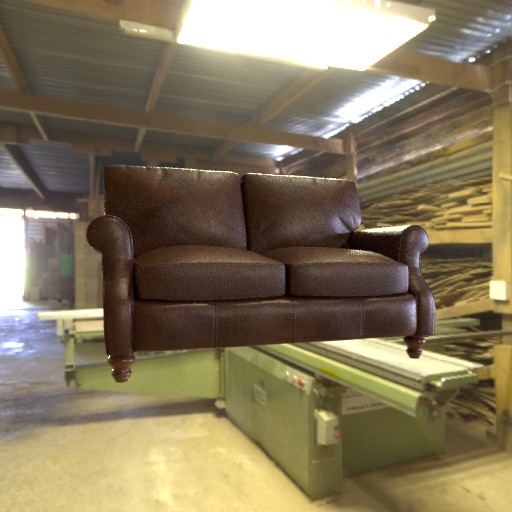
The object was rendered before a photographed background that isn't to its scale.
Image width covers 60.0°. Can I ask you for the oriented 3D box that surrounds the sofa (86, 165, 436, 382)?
[{"bbox_3d":[0.000,0.000,2.276,1.616,0.976,0.990,0,-1,-18],"label":"sofa"}]
